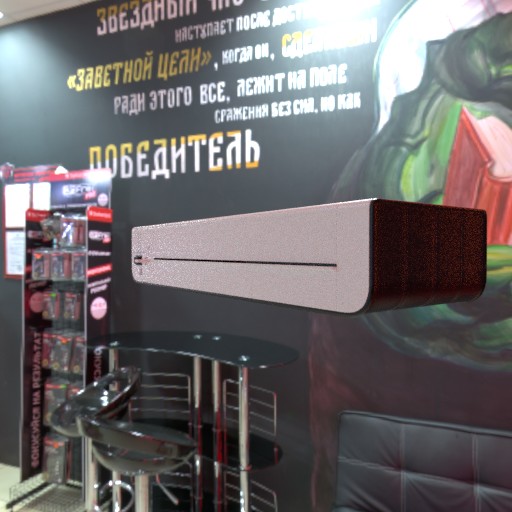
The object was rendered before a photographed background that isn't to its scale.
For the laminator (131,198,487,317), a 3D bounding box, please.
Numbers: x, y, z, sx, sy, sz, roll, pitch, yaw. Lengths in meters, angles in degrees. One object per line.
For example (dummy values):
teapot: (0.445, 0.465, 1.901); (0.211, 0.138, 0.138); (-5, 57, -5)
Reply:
laminator: (0.000, 0.000, 0.387); (0.123, 0.062, 0.340); (0, 1, -36)
